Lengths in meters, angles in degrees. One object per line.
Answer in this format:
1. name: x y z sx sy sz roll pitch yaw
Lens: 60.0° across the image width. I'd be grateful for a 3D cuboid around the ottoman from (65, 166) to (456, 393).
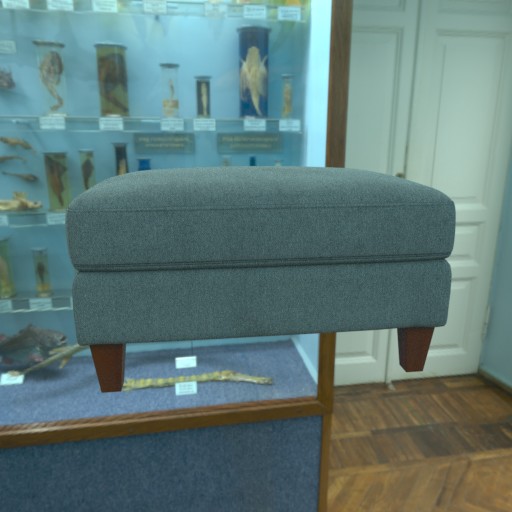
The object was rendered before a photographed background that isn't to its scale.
1. ottoman: 0.000 0.000 1.233 0.864 0.483 0.584 -2 15 -7
